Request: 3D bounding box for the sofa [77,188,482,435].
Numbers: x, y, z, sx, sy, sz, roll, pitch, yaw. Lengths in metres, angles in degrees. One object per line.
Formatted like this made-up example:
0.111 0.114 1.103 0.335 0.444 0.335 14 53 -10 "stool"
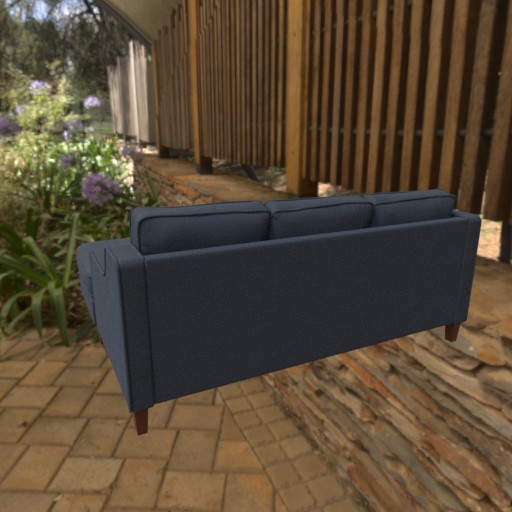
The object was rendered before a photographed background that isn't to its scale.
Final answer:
0.000 0.000 3.223 2.317 1.066 1.858 -8 18 -26 "sofa"
